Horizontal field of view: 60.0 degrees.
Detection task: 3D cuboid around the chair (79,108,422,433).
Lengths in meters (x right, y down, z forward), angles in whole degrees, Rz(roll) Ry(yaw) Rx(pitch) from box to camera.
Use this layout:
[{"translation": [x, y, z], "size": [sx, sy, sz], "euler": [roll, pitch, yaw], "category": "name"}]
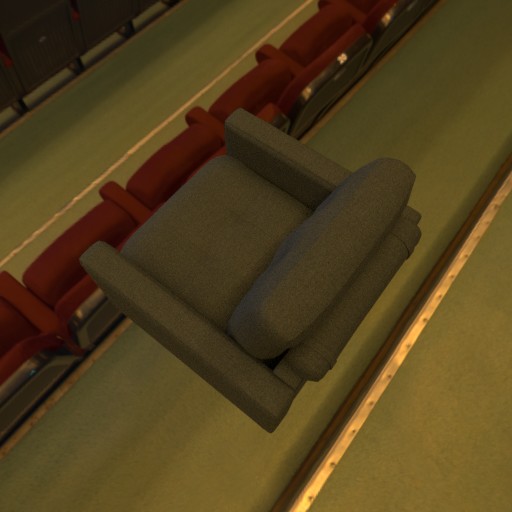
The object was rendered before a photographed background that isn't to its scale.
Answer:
[{"translation": [0.000, 0.000, 1.532], "size": [0.843, 0.880, 0.821], "euler": [35, 69, 16], "category": "chair"}]
